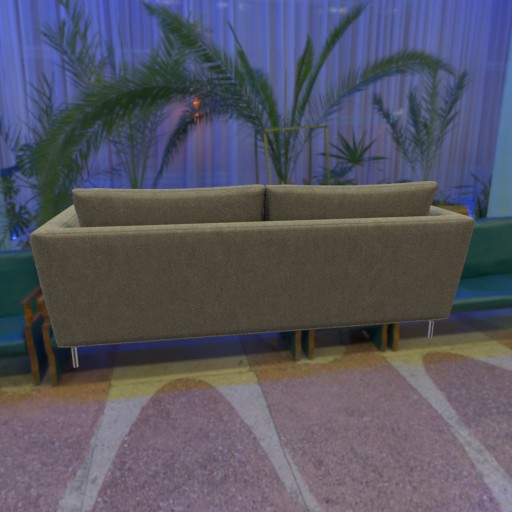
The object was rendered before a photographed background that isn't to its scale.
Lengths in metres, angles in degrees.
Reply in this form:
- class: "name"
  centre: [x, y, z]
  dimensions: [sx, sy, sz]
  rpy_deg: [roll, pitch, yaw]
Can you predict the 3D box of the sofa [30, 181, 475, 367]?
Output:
- class: "sofa"
  centre: [0.000, 0.000, 2.518]
  dimensions: [2.121, 0.864, 0.889]
  rpy_deg: [-3, 15, -9]
